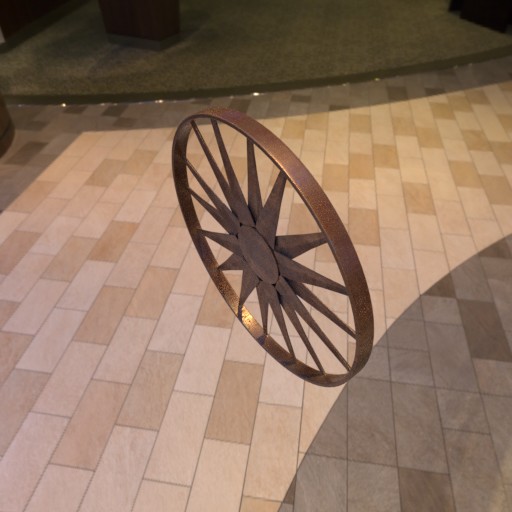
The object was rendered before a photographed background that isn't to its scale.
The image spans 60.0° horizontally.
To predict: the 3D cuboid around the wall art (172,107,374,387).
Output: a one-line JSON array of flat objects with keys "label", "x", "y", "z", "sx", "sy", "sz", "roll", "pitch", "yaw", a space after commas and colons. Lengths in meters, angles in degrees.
[{"label": "wall art", "x": 0.000, "y": 0.000, "z": 0.882, "sx": 0.084, "sy": 0.583, "sz": 0.582, "roll": -27, "pitch": 48, "yaw": -27}]
